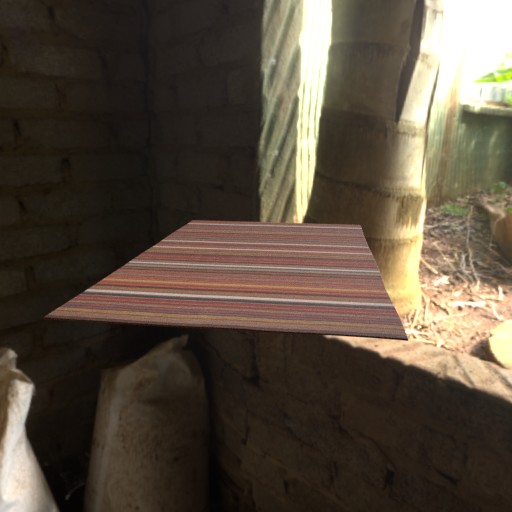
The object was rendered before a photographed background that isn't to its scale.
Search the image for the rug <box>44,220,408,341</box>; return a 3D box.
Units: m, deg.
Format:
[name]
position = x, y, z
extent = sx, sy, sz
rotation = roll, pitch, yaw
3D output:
[rug]
position = 0.000, 0.000, 2.316
extent = 1.217, 0.007, 1.828
rotation = 2, 15, 8
